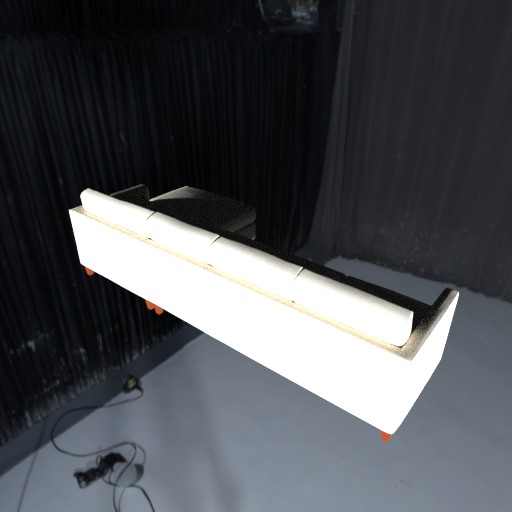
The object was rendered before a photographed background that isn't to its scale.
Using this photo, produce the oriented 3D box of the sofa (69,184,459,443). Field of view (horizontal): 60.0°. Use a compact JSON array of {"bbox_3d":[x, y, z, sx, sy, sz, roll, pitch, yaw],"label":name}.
[{"bbox_3d":[0.000,0.000,4.087,3.471,0.954,1.603,21,36,32],"label":"sofa"}]
